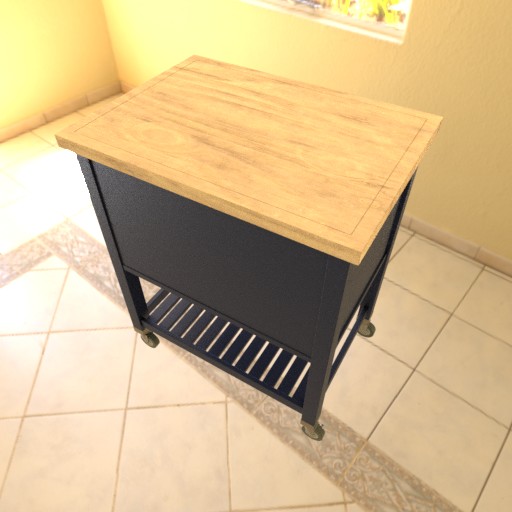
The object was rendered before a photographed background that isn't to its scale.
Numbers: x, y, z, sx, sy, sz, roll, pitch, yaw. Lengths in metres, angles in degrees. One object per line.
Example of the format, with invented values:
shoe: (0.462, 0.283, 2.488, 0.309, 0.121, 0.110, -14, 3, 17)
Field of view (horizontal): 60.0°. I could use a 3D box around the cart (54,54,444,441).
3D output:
cart: (0.000, 0.000, 1.426, 0.797, 0.920, 0.567, 23, 50, 21)
